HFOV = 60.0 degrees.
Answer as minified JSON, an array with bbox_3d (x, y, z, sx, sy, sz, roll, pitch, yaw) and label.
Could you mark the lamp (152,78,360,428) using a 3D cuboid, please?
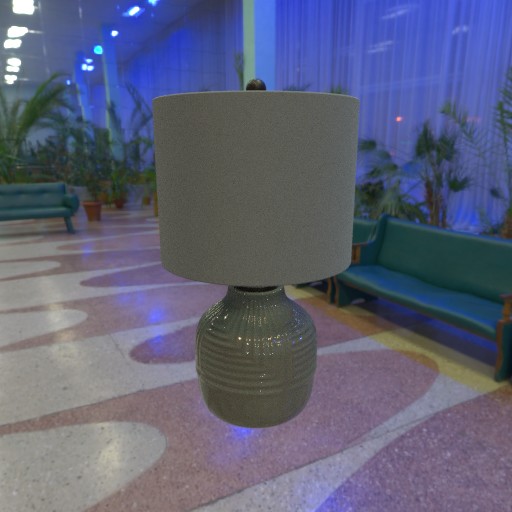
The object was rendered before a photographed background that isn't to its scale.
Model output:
[{"bbox_3d":[0.000,0.000,0.756,0.318,0.567,0.318,0,15,0],"label":"lamp"}]
